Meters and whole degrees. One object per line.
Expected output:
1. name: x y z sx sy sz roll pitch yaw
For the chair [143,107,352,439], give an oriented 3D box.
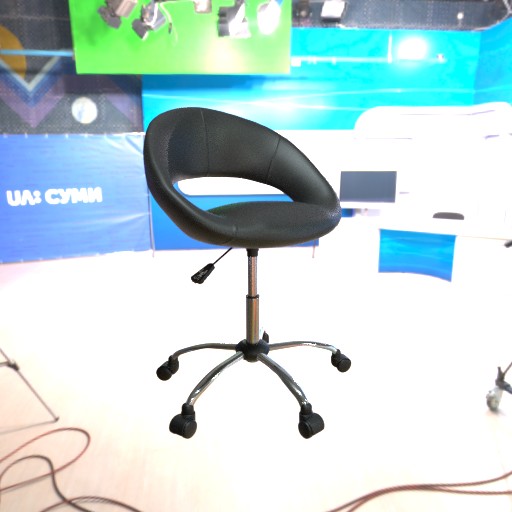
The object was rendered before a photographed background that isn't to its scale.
1. chair: 0.000 0.000 1.193 0.538 0.791 0.612 13 18 43
